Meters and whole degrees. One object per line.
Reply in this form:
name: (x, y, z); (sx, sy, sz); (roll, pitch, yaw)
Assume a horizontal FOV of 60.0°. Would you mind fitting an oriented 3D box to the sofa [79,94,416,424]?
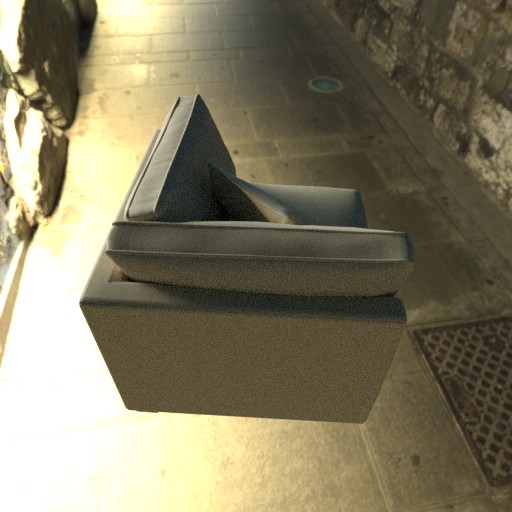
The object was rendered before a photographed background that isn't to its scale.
sofa: (0.000, 0.000, 2.015); (1.084, 1.002, 1.146); (3, 45, 3)
